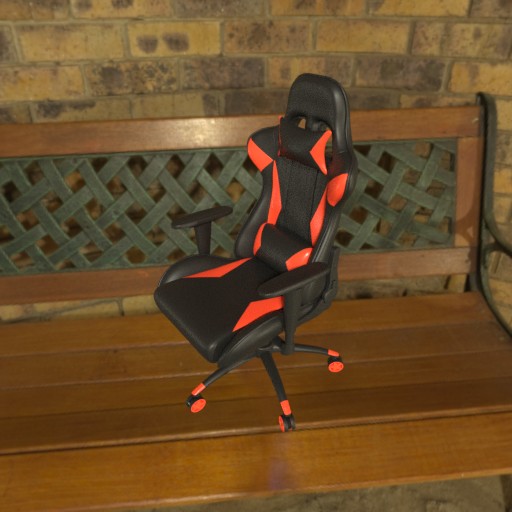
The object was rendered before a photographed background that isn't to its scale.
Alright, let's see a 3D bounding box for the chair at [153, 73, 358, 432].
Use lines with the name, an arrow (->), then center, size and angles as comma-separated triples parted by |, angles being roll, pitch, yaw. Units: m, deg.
chair -> 0.000, 0.000, 1.736 | 0.730, 1.282, 0.695 | -21, 36, -31
